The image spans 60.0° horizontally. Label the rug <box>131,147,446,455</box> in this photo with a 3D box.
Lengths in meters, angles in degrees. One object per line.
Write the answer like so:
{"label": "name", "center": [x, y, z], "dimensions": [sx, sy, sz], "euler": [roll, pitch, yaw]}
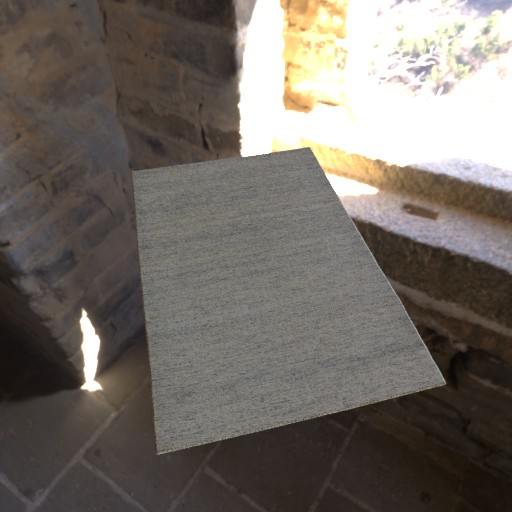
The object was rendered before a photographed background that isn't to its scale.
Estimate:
{"label": "rug", "center": [0.000, 0.000, 2.942], "dimensions": [1.523, 0.017, 2.263], "euler": [-10, 48, -9]}
